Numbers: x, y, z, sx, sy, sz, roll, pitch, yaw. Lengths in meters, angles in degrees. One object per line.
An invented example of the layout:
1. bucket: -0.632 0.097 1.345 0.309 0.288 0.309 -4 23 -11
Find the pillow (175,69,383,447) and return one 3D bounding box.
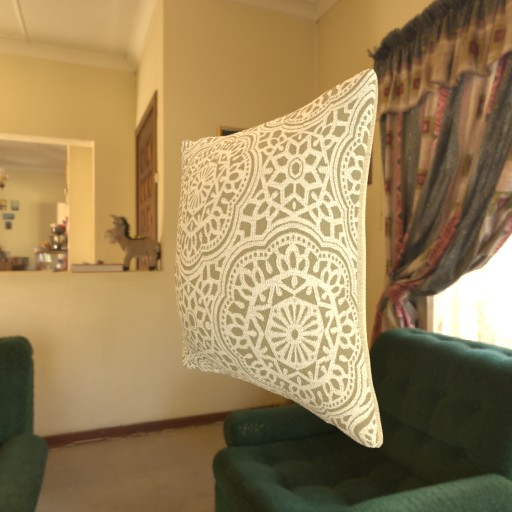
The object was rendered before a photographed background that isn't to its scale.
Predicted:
1. pillow: 0.000 0.000 0.653 0.167 0.421 0.438 -1 1 -38
